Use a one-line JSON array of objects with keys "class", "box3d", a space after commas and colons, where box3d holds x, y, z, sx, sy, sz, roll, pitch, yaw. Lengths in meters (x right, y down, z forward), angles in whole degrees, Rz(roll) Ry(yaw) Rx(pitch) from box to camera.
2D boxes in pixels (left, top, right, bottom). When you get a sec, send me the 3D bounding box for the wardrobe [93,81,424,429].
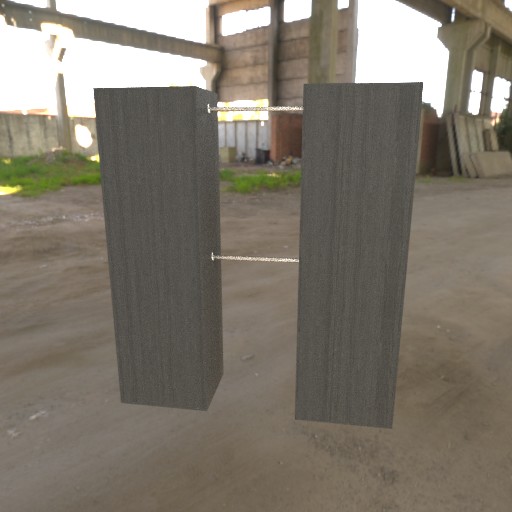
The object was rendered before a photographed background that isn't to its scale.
[{"class": "wardrobe", "box3d": [0.000, 0.000, 2.828, 1.770, 2.000, 0.480, 2, 15, 9]}]
